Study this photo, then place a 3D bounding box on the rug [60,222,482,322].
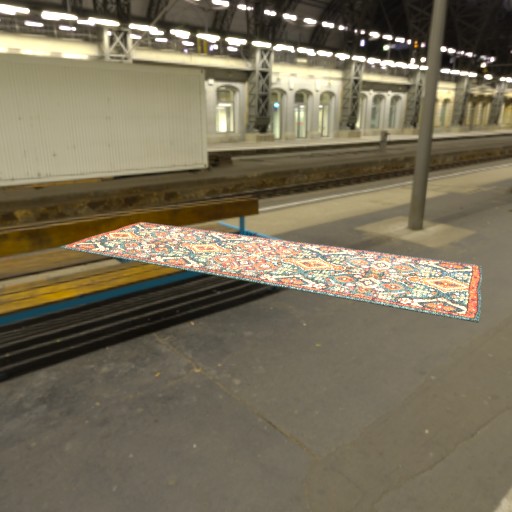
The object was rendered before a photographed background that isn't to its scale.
[{"bbox_3d":[0.000,0.000,2.683,2.459,0.010,0.801,9,19,25],"label":"rug"}]
